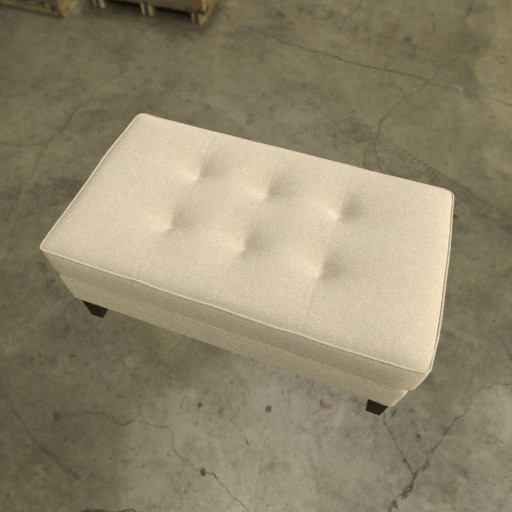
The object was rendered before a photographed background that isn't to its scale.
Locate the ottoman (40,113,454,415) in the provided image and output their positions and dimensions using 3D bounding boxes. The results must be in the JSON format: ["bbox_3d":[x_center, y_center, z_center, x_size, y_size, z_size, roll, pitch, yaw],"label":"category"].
[{"bbox_3d":[0.000,0.000,1.502,1.143,0.508,0.648,17,59,10],"label":"ottoman"}]
